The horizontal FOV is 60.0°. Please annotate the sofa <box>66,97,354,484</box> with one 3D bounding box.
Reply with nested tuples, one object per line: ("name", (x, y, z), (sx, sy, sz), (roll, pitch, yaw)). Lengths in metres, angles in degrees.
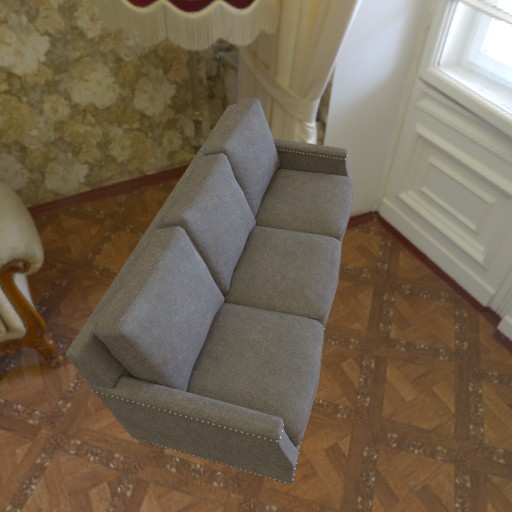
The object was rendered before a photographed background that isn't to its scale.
("sofa", (0.000, 0.000, 2.730), (1.034, 1.042, 2.226), (11, 47, 11))
